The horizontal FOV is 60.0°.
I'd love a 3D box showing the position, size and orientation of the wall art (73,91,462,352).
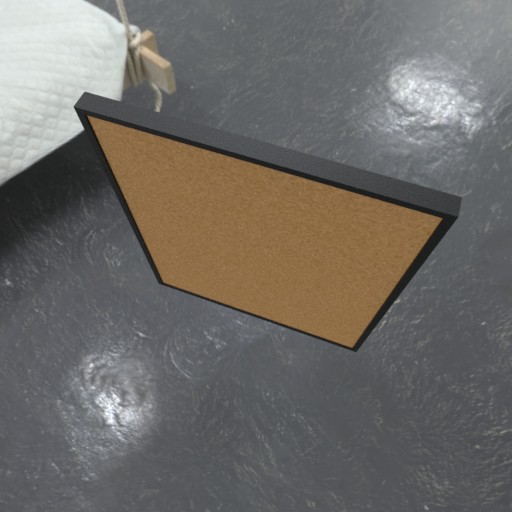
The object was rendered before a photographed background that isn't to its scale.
[{"bbox_3d":[0.000,0.000,0.532,0.330,0.381,0.019,18,64,9],"label":"wall art"}]
